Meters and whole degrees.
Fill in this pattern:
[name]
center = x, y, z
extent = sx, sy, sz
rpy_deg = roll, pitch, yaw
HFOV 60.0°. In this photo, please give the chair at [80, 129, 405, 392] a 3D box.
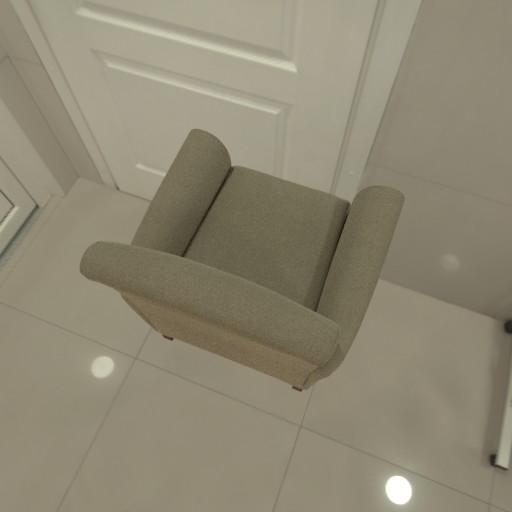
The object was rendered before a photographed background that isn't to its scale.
[chair]
center = 0.000, 0.000, 1.781
extent = 0.978, 1.061, 0.905
rpy_deg = 19, 65, 9
